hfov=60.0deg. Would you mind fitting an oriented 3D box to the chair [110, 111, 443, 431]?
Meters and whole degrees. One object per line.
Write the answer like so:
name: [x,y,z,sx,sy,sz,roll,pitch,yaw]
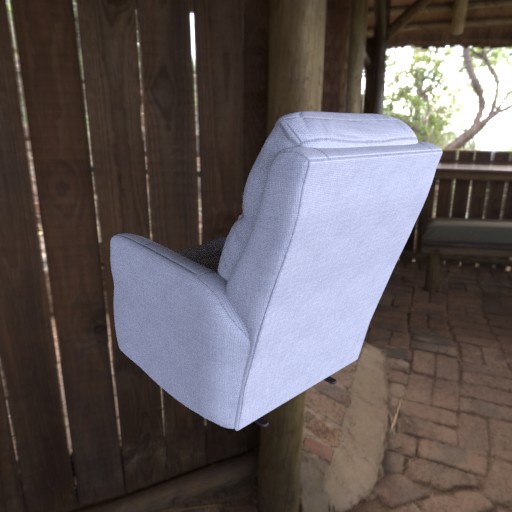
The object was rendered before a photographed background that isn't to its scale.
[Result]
chair: [0.000,0.000,1.705,0.829,1.030,1.080,-14,21,-41]
